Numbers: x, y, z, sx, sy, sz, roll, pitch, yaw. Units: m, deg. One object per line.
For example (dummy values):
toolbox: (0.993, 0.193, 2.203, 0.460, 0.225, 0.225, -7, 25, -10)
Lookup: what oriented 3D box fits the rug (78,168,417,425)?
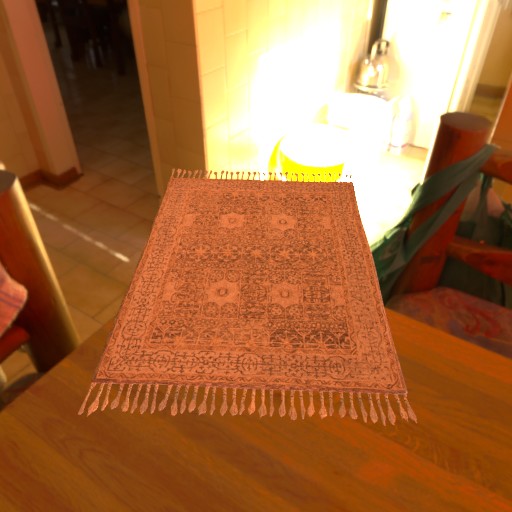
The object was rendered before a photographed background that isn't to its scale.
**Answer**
rug: (0.000, 0.000, 3.036, 1.619, 0.023, 2.465, 1, 39, 2)
